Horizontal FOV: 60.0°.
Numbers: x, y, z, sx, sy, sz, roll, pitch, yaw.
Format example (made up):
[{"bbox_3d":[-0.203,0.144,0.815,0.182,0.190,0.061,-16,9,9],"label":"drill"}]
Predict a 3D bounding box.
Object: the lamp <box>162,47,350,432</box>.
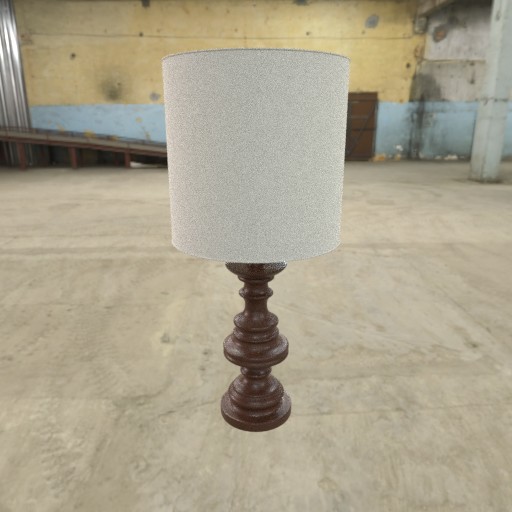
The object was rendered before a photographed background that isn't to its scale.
[{"bbox_3d":[0.000,0.000,0.565,0.208,0.455,0.208,9,19,26],"label":"lamp"}]
